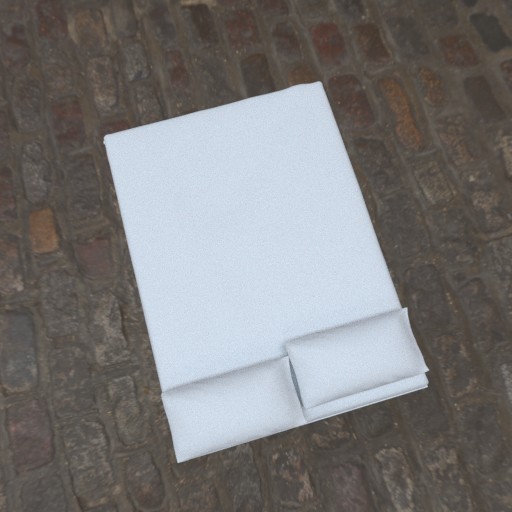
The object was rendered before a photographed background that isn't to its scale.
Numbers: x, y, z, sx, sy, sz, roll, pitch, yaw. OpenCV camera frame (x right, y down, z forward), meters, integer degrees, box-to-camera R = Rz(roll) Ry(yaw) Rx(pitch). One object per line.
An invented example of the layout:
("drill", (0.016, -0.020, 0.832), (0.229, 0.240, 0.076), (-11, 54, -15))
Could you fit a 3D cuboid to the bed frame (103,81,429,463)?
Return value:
("bed frame", (0.000, 0.000, 2.623), (1.450, 0.629, 1.950), (-15, 77, -4))
